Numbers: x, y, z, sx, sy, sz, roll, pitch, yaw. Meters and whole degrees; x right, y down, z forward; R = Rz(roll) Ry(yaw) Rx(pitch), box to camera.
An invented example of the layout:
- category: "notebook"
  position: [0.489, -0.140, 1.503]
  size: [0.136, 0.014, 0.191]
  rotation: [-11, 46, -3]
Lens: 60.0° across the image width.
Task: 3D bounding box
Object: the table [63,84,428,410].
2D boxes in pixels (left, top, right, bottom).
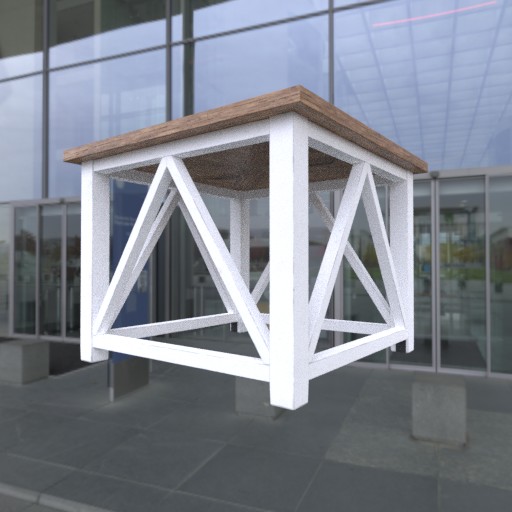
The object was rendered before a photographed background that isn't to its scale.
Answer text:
- category: "table"
  position: [0.000, 0.000, 1.190]
  size: [0.700, 0.532, 0.700]
  rotation: [-1, -1, 37]
